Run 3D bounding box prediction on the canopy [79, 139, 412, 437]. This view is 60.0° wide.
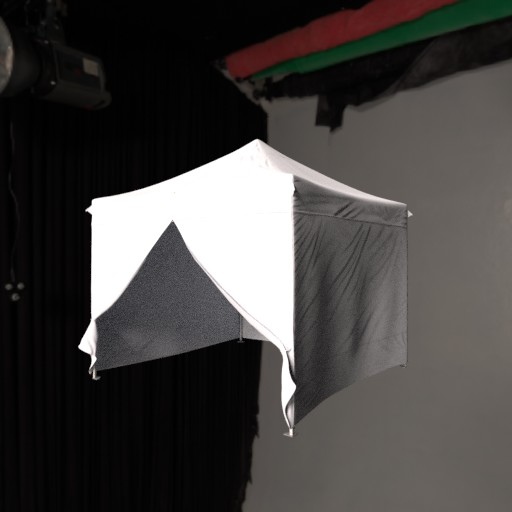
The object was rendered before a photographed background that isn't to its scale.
[{"bbox_3d":[0.000,0.000,5.639,3.043,2.997,3.121,0,0,37],"label":"canopy"}]
